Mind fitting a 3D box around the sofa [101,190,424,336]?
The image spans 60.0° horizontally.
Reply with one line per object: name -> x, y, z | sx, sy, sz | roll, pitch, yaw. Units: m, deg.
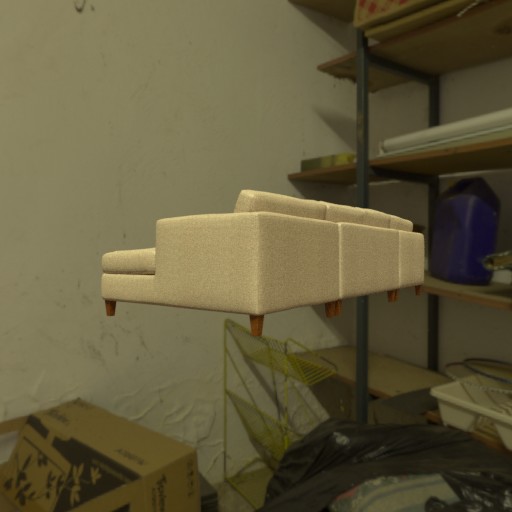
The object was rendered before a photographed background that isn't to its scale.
sofa -> 0.000, 0.000, 4.766 | 2.594, 0.961, 3.460 | 0, 0, 36
